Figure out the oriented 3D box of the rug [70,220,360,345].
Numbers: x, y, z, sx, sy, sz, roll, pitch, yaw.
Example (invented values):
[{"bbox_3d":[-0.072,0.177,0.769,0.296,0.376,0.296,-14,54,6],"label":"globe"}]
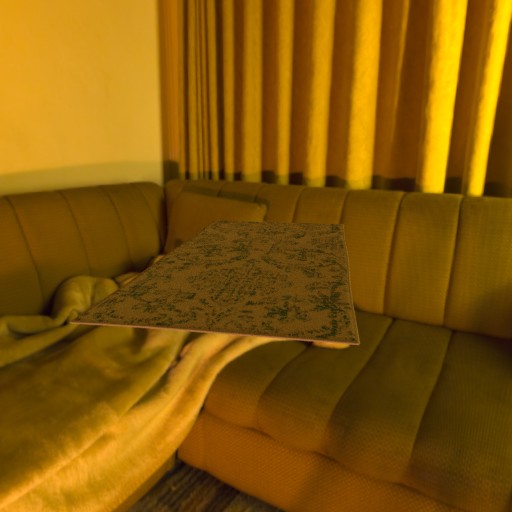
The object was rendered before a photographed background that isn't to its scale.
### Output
[{"bbox_3d":[0.000,0.000,1.472,0.605,0.007,1.220,2,15,9],"label":"rug"}]
